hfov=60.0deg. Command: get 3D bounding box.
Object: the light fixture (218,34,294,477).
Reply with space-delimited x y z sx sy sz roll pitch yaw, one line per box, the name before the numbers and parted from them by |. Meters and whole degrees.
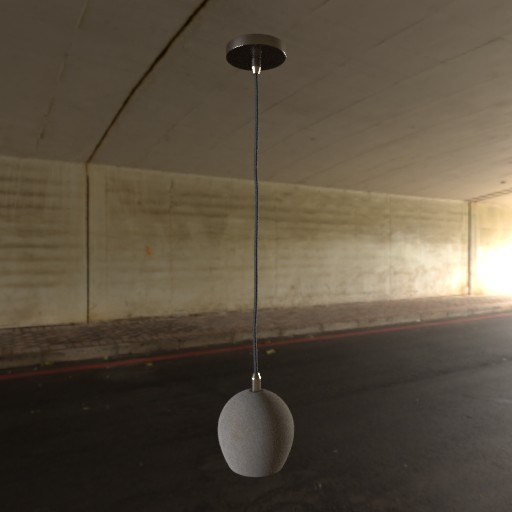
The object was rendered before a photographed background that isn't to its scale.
light fixture | 0.000 0.000 0.815 0.139 0.764 0.139 0 0 1
